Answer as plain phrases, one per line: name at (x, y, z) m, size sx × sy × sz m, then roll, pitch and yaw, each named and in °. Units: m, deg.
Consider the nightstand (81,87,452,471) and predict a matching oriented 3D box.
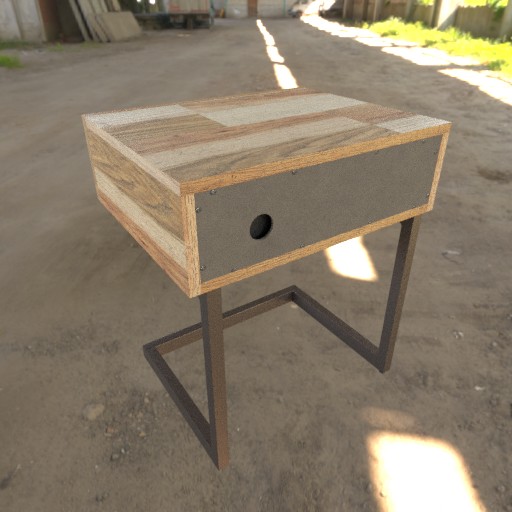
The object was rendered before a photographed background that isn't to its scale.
nightstand at (0.000, 0.000, 1.023) m, size 0.558 × 0.632 × 0.481 m, roll -19°, pitch 35°, yaw -29°
